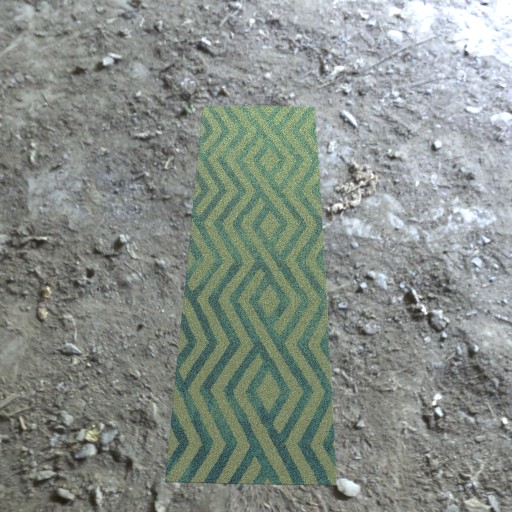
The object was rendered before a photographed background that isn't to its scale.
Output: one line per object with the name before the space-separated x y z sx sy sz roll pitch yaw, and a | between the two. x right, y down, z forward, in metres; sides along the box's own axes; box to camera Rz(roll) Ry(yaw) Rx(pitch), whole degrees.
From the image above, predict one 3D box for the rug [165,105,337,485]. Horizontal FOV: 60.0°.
rug | 0.000 0.000 1.629 0.503 0.007 1.492 1 63 1
